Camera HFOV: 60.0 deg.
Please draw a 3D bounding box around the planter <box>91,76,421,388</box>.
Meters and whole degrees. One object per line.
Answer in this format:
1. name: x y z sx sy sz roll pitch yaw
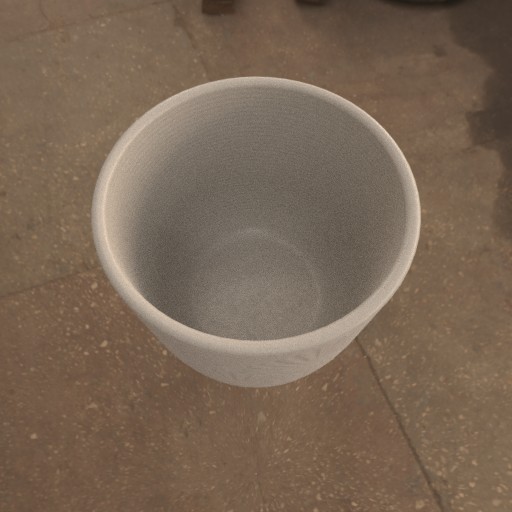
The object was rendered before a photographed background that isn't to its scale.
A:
1. planter: 0.000 0.000 0.216 0.124 0.109 0.124 0 64 0
